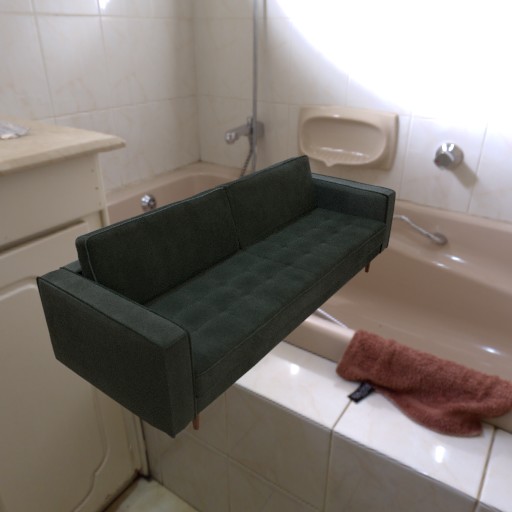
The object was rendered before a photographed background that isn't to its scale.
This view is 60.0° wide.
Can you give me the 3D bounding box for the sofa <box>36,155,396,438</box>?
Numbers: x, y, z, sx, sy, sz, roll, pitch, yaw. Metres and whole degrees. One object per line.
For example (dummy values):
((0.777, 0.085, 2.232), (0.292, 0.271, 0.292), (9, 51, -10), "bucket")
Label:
((0.000, 0.000, 2.622), (0.886, 0.781, 2.214), (18, 32, 32), "sofa")
